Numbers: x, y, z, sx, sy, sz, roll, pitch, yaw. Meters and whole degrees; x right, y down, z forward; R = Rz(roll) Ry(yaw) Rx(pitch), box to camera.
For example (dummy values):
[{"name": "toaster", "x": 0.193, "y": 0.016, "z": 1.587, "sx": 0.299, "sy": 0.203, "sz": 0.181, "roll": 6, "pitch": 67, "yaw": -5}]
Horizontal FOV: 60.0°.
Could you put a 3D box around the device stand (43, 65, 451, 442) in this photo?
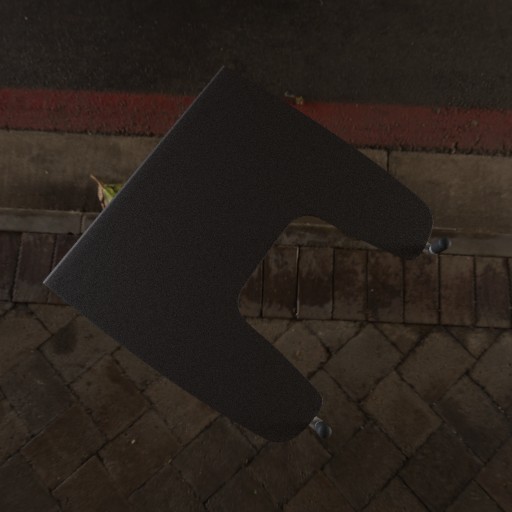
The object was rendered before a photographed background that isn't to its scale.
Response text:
[{"name": "device stand", "x": 0.000, "y": 0.000, "z": 0.361, "sx": 0.230, "sy": 0.092, "sz": 0.230, "roll": 35, "pitch": 79, "yaw": 8}]
